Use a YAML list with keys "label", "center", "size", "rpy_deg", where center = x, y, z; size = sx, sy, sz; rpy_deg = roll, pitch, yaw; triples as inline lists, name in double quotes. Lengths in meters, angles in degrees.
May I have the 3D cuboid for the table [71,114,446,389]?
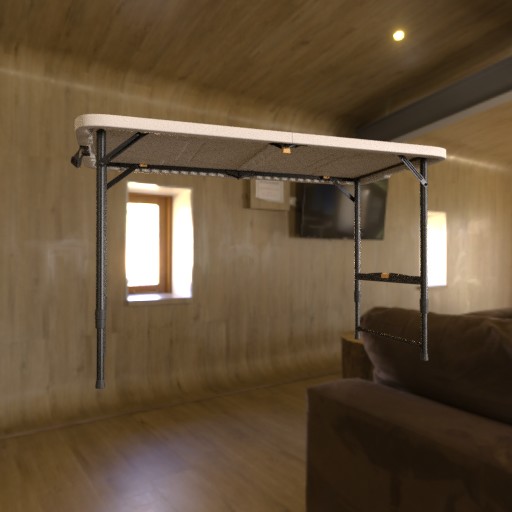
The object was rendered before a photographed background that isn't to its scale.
- label: "table"
  center: [0.000, 0.000, 1.607]
  size: [1.245, 0.737, 0.611]
  rpy_deg: [0, -1, -18]
